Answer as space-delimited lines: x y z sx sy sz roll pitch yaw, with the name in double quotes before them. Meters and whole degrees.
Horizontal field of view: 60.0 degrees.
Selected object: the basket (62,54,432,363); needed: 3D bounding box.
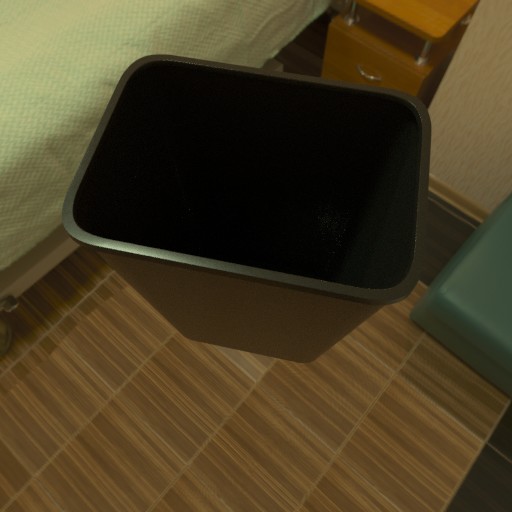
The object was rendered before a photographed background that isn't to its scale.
"basket" 0.000 0.000 0.744 0.394 0.521 0.287 11 65 5
